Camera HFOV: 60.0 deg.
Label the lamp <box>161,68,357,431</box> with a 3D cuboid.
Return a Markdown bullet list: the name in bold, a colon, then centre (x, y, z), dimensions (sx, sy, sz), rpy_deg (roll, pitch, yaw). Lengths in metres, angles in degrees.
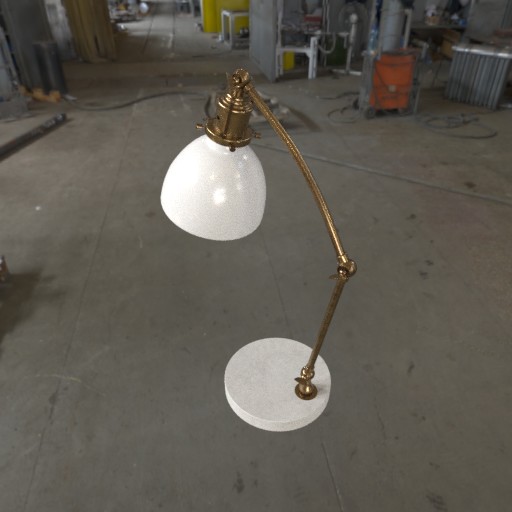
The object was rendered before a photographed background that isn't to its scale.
- **lamp**: centre (0.000, 0.000, 0.667), dimensions (0.317, 0.522, 0.186), rpy_deg (23, 41, 29)
